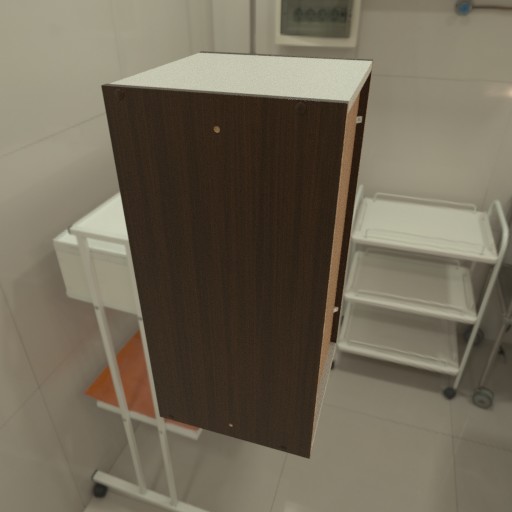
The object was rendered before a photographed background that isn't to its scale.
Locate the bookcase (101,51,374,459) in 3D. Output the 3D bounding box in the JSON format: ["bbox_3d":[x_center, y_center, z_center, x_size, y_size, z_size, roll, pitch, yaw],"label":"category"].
[{"bbox_3d":[0.000,0.000,0.766,0.290,0.600,0.300,10,33,15],"label":"bookcase"}]
